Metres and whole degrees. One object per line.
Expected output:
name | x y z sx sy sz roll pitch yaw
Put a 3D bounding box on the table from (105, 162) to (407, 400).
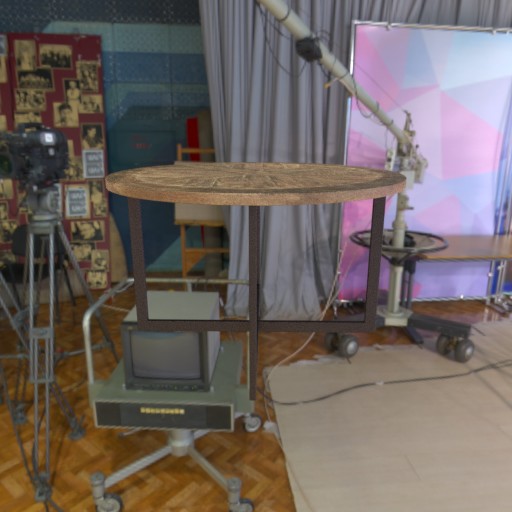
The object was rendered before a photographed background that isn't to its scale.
table | 0.000 0.000 2.060 1.264 0.762 1.264 0 16 0
